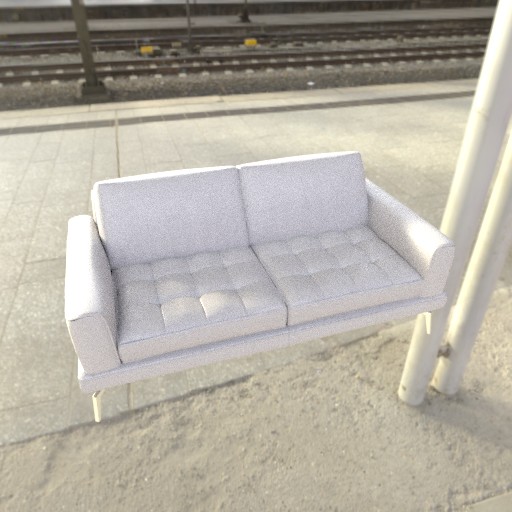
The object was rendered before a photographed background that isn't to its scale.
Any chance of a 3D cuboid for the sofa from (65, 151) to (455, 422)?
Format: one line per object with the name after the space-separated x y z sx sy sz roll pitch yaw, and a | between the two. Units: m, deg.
0.000 0.000 2.743 2.177 0.930 1.121 -10 34 -15 | sofa
